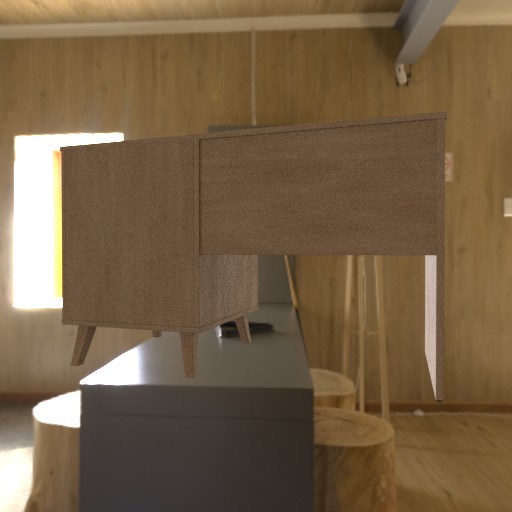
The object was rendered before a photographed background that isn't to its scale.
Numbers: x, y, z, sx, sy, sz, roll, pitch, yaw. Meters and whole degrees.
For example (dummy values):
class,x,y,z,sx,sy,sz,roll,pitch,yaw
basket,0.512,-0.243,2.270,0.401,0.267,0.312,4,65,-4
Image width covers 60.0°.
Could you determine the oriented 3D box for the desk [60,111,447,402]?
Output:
class,x,y,z,sx,sy,sz,roll,pitch,yaw
desk,0.000,0.000,1.644,1.251,0.770,0.600,0,1,18
